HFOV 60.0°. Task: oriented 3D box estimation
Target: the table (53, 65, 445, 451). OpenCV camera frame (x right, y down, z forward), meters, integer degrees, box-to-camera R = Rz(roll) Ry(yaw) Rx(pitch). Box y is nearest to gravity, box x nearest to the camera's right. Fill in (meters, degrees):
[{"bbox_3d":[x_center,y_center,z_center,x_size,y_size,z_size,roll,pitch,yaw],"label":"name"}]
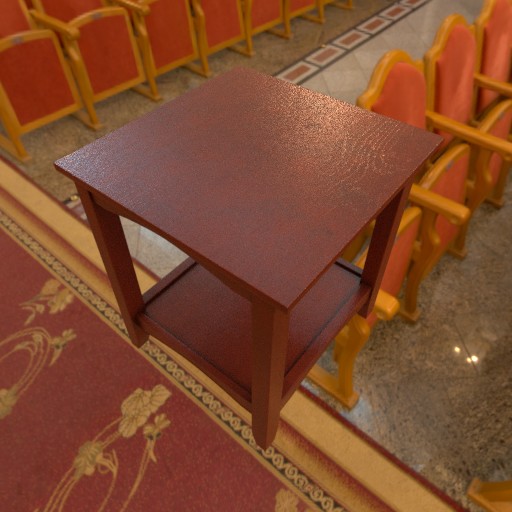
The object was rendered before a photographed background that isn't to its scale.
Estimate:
[{"bbox_3d":[0.000,0.000,0.997,0.522,0.558,0.523,32,55,27],"label":"table"}]
